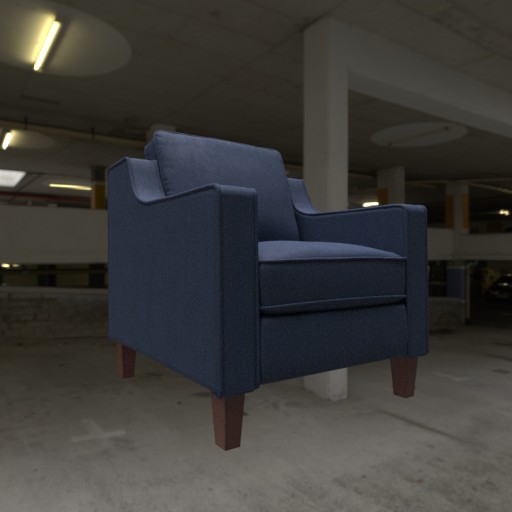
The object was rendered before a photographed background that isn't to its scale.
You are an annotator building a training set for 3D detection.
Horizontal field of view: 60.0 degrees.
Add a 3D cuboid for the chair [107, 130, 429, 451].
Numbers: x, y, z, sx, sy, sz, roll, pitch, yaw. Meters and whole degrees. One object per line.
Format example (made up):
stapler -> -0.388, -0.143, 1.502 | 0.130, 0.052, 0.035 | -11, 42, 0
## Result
chair -> 0.000, 0.000, 1.638 | 0.831, 0.960, 0.909 | 0, 0, -35
